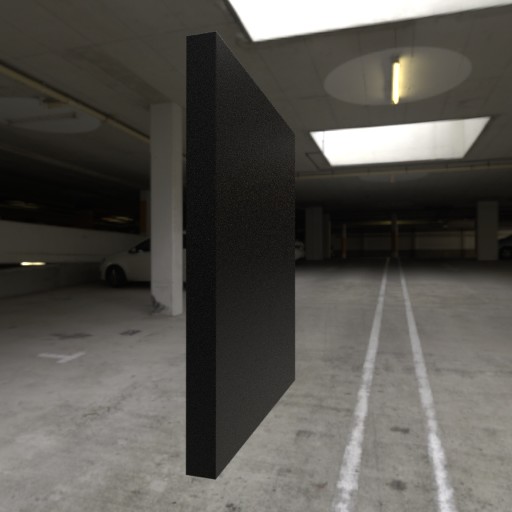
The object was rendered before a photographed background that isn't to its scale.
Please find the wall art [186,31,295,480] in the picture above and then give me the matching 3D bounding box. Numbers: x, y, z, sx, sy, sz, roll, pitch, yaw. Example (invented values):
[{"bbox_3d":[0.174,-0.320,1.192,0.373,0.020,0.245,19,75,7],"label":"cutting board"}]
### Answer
[{"bbox_3d":[0.000,0.000,0.535,0.028,0.380,0.325,0,-1,17],"label":"wall art"}]
